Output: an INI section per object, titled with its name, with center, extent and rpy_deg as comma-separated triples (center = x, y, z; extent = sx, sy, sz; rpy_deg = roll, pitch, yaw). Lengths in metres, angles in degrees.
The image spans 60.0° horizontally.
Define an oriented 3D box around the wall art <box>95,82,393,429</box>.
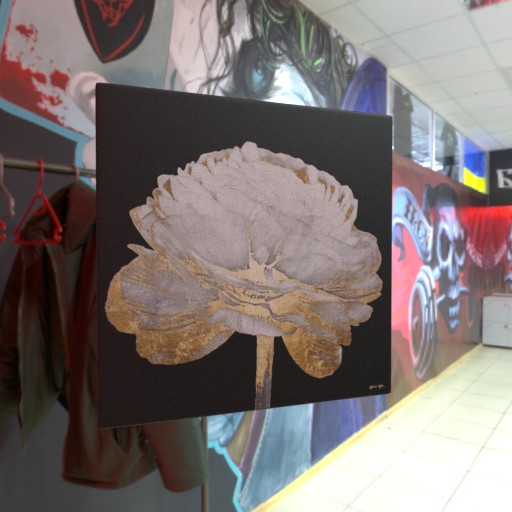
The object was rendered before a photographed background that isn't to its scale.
[wall art]
center = 0.000, 0.000, 0.600
extent = 0.406, 0.407, 0.041
rpy_deg = 0, 1, -19
